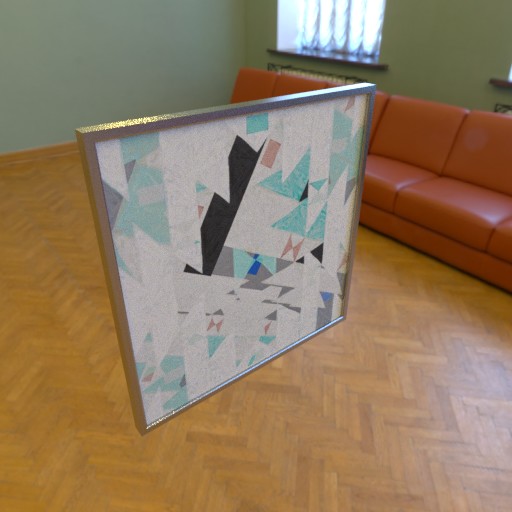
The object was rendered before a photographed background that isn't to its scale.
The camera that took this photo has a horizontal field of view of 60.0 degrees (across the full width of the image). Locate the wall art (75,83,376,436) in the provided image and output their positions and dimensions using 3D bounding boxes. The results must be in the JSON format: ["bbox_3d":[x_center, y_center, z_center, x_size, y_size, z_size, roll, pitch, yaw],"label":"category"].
[{"bbox_3d":[0.000,0.000,1.208,0.806,0.806,0.038,-22,37,-32],"label":"wall art"}]
